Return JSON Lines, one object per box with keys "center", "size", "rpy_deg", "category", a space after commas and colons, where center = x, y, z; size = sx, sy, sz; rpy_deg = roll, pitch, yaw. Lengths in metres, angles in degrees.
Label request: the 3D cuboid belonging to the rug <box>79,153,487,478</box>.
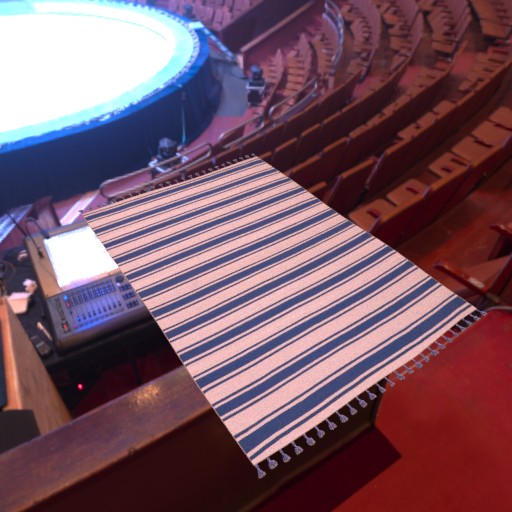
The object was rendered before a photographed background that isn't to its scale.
{"center": [0.000, 0.000, 2.822], "size": [1.544, 0.010, 2.315], "rpy_deg": [-24, 46, -26], "category": "rug"}
